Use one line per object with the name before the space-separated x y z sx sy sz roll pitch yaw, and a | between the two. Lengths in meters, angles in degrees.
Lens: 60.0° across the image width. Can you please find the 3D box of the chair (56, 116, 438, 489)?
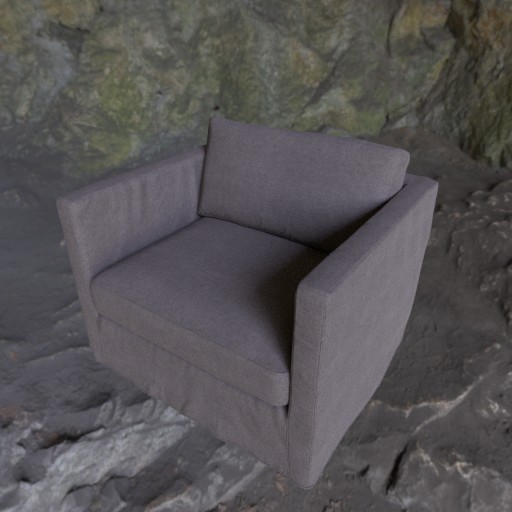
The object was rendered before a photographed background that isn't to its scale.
chair | 0.000 0.000 1.694 1.057 0.863 0.949 19 35 29
